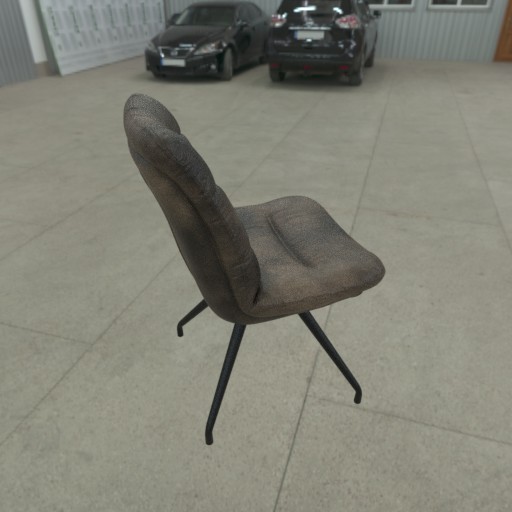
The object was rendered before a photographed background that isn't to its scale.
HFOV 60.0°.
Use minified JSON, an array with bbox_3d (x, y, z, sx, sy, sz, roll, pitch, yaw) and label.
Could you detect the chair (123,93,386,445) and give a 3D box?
[{"bbox_3d":[0.000,0.000,1.280,0.622,0.870,0.549,-9,32,-15],"label":"chair"}]
